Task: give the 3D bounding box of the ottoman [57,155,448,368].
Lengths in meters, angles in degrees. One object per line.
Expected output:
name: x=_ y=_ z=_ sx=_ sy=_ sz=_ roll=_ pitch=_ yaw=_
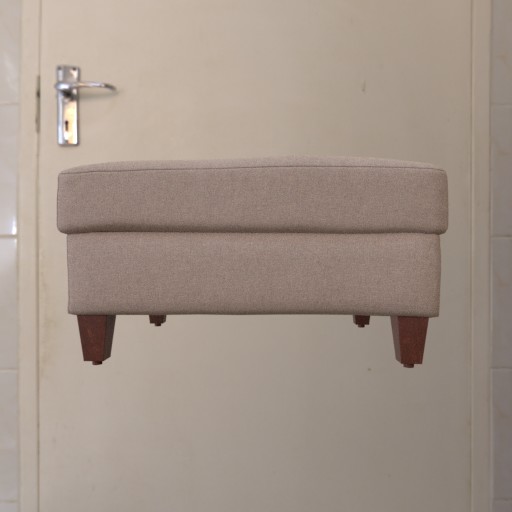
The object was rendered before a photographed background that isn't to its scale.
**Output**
ottoman: x=0.000 y=0.000 z=1.319 sx=0.902 sy=0.511 sz=0.692 roll=0 pitch=0 yaw=2
